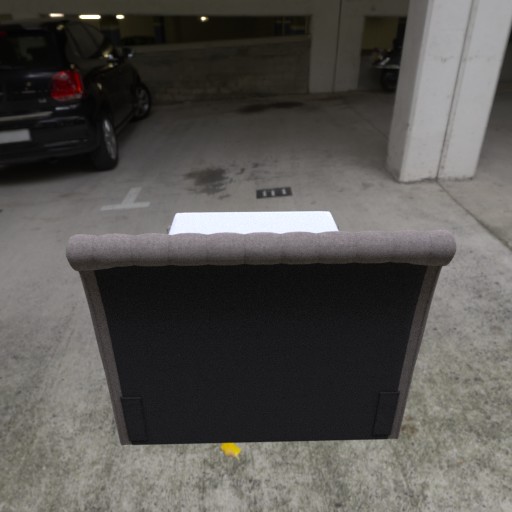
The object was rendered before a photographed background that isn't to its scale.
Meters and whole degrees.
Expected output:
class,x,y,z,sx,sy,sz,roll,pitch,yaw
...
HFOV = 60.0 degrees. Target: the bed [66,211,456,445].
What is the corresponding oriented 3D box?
class,x,y,z,sx,sy,sz,roll,pitch,yaw
bed,0.000,0.000,3.145,1.645,1.371,2.252,-1,29,-1
